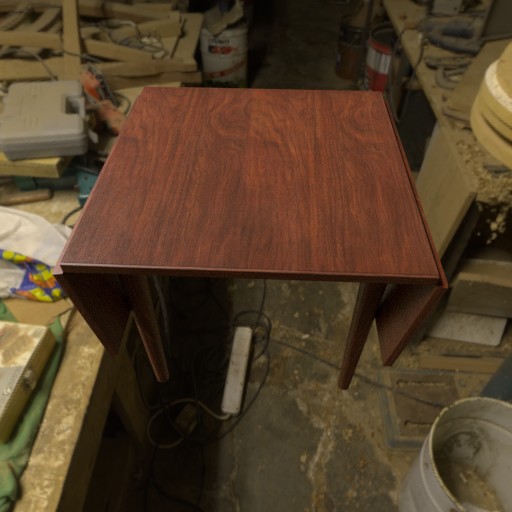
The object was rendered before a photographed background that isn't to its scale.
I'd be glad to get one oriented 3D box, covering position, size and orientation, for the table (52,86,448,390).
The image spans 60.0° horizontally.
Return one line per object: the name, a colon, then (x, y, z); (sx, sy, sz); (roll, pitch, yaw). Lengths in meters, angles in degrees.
table: (0.000, 0.000, 1.468); (0.843, 0.763, 0.812); (2, 46, 2)
